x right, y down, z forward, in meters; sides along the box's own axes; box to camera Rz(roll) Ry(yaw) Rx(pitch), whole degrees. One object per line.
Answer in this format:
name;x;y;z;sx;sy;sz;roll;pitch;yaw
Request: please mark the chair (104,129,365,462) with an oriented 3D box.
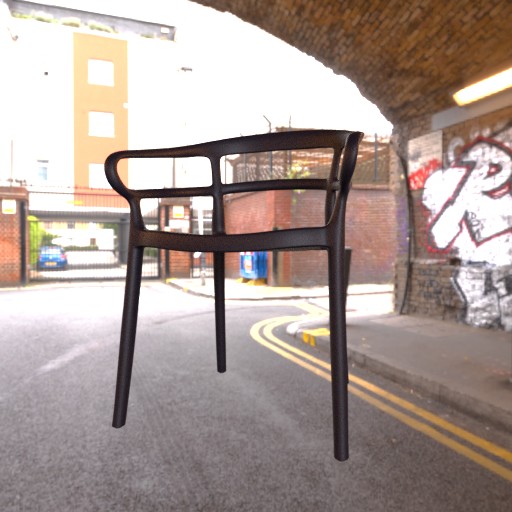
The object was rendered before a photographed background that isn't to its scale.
chair;0.000;0.000;1.133;0.559;0.761;0.527;0;1;18
